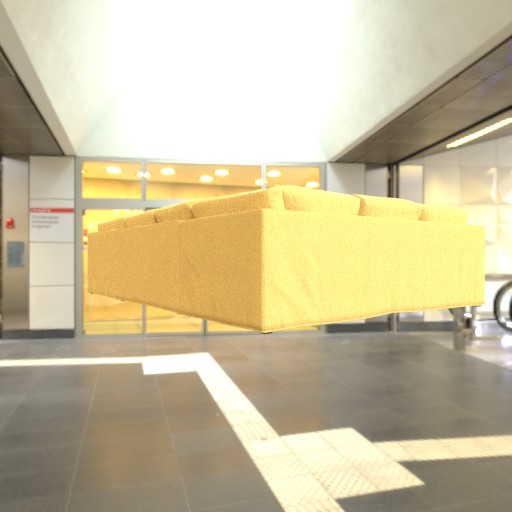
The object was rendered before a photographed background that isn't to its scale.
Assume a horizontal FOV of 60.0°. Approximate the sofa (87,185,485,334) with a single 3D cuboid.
[{"bbox_3d":[0.000,0.000,4.523,2.427,0.882,3.460,0,0,-36],"label":"sofa"}]
